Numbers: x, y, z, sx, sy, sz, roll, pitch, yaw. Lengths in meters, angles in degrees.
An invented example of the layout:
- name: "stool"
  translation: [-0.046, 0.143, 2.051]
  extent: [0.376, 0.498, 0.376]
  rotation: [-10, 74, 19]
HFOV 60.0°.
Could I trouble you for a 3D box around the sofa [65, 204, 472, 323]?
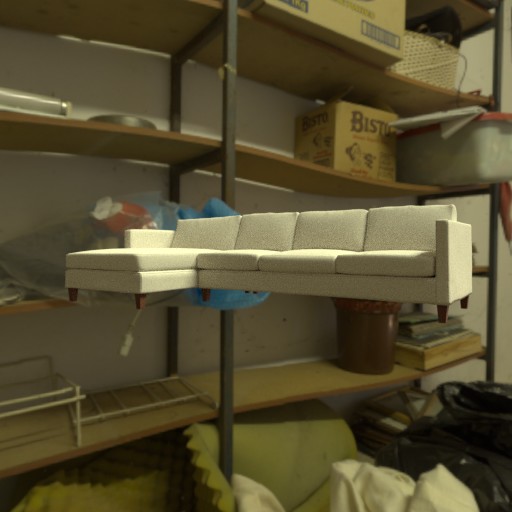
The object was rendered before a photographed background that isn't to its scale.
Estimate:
- name: "sofa"
  translation: [0.000, 0.000, 3.842]
  extent: [3.186, 0.846, 1.625]
  rotation: [1, 1, 34]
